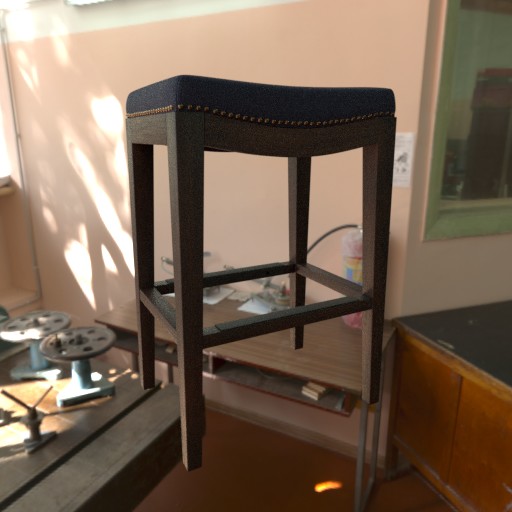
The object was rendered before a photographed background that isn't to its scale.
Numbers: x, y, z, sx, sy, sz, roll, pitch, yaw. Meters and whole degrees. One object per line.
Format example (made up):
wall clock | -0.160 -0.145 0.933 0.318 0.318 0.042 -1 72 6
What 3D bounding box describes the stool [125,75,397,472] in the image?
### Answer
stool | 0.000 0.000 1.038 0.498 0.740 0.358 -8 17 -27
